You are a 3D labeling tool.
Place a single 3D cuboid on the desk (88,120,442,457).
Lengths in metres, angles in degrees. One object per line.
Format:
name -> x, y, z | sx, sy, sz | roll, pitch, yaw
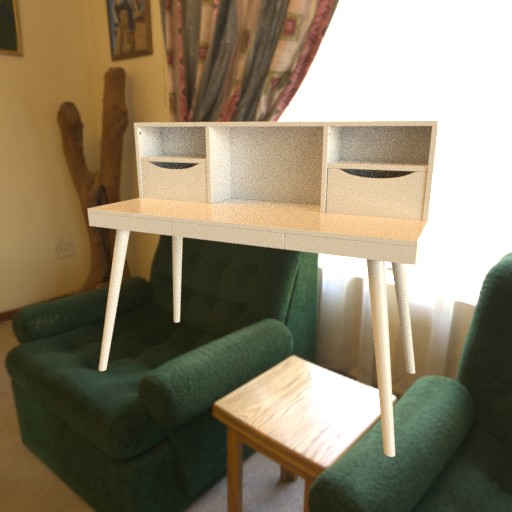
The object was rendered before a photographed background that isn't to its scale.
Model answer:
desk -> 0.000, 0.000, 1.704 | 1.199, 0.990, 0.559 | 7, 18, 24
